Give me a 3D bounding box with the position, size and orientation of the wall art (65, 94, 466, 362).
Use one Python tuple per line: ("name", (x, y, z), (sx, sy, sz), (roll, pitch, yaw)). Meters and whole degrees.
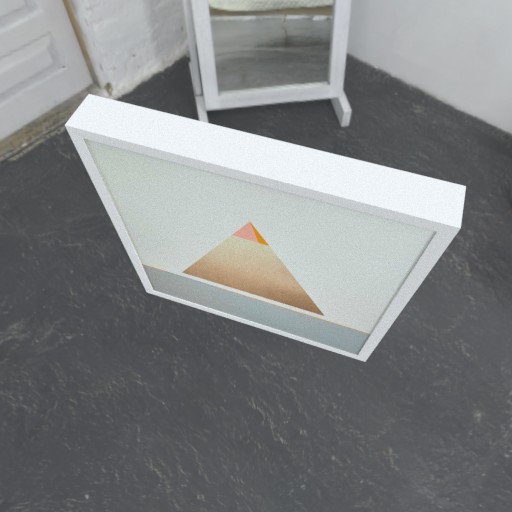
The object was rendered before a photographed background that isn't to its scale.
("wall art", (0.000, 0.000, 0.465), (0.305, 0.304, 0.038), (16, 61, 9))
